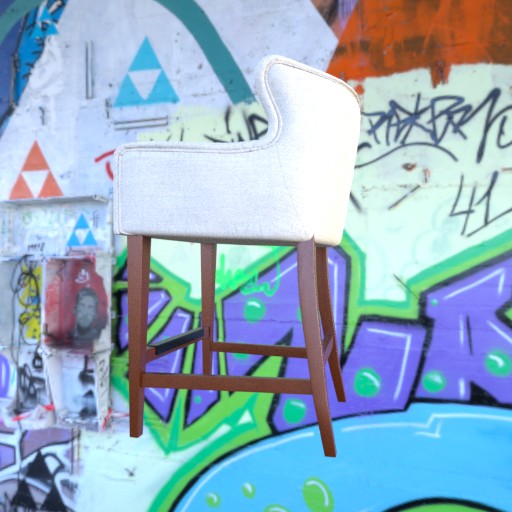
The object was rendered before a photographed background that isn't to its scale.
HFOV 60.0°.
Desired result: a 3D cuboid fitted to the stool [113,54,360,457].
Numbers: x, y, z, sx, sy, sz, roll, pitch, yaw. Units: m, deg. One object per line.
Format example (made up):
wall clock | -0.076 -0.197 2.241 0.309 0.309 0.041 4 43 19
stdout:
stool | 0.000 0.000 1.382 0.637 0.987 0.615 0 -1 16
